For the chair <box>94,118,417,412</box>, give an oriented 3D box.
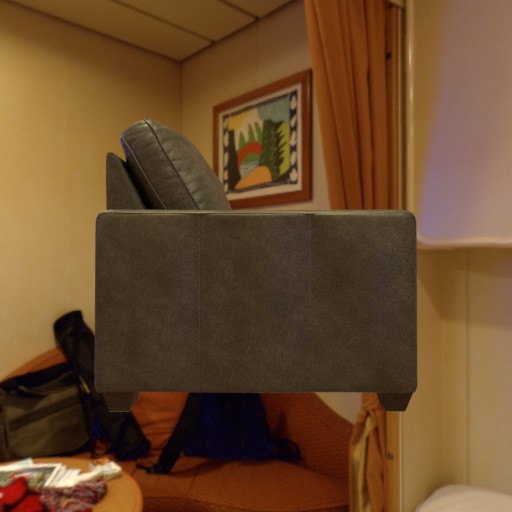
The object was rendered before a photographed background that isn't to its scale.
[{"bbox_3d":[0.000,0.000,1.759,0.939,0.916,1.006,0,-1,0],"label":"chair"}]
